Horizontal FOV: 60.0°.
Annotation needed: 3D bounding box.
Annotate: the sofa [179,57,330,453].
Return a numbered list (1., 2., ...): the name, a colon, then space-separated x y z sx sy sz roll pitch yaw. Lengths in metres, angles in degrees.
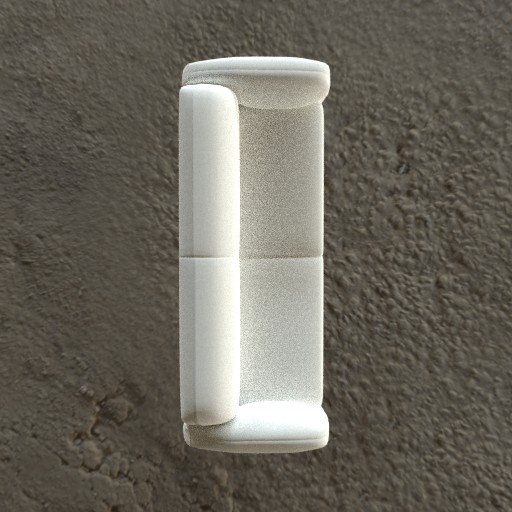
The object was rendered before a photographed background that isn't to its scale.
1. sofa: 0.000 0.000 2.725 0.870 0.780 2.280 0 91 0
